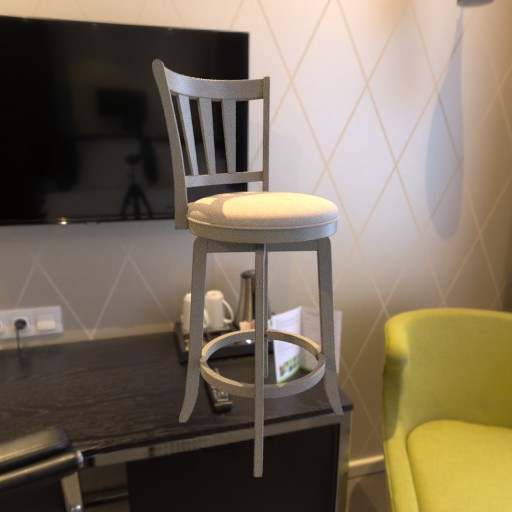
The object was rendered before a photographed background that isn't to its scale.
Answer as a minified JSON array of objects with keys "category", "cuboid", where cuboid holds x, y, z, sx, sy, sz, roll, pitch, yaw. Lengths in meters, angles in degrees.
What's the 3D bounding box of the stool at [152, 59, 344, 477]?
[{"category":"stool","cuboid":[0.000,0.000,1.286,0.475,1.042,0.436,14,20,43]}]
